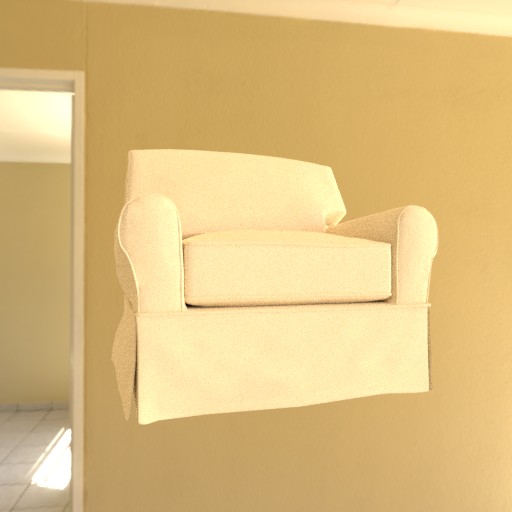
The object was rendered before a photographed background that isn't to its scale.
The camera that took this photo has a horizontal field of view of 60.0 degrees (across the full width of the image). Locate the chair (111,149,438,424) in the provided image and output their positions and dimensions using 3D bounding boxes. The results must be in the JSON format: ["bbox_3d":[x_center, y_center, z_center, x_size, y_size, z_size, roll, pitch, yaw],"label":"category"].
[{"bbox_3d":[0.000,0.000,1.778,1.099,0.958,0.904,0,-1,-18],"label":"chair"}]
